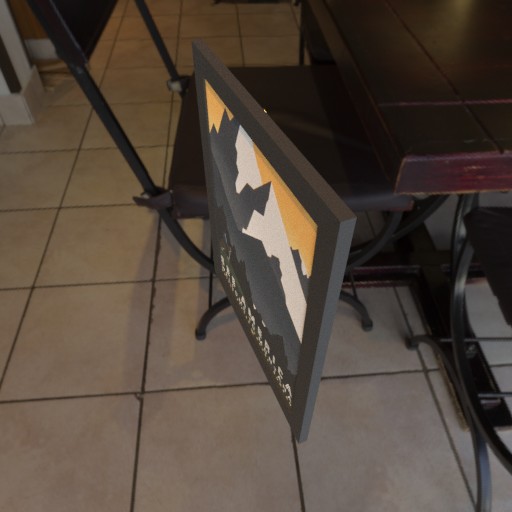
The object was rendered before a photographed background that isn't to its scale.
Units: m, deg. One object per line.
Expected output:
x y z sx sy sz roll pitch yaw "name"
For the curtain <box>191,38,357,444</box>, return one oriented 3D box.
0.000 0.000 0.802 0.027 0.585 0.483 -17 49 -16 "curtain"
